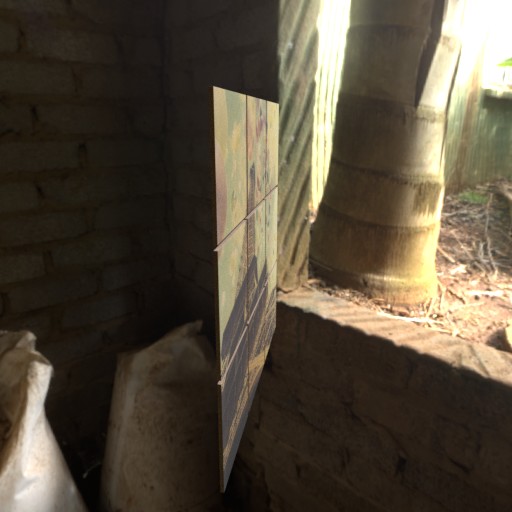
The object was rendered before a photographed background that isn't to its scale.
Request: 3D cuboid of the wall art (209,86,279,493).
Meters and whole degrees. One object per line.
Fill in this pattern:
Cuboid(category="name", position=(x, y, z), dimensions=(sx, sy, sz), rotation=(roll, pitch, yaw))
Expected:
Cuboid(category="wall art", position=(0.000, 0.000, 1.815), dimensions=(0.013, 1.218, 1.219), rotation=(3, 17, 10))
